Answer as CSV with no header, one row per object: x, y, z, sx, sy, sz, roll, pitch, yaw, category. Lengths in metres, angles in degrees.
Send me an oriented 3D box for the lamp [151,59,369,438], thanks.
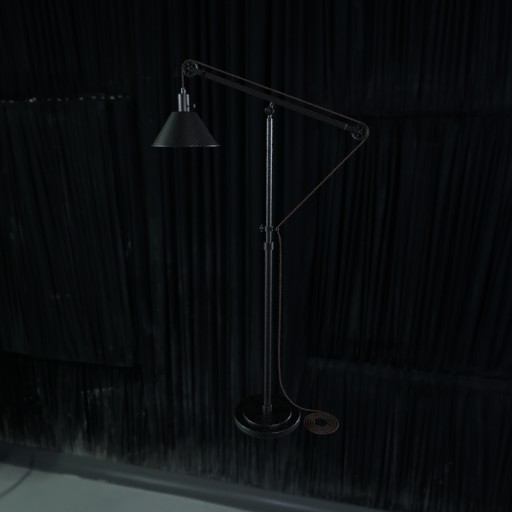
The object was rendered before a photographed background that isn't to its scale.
0.000,0.000,1.964,0.904,1.626,0.319,3,15,10,lamp
